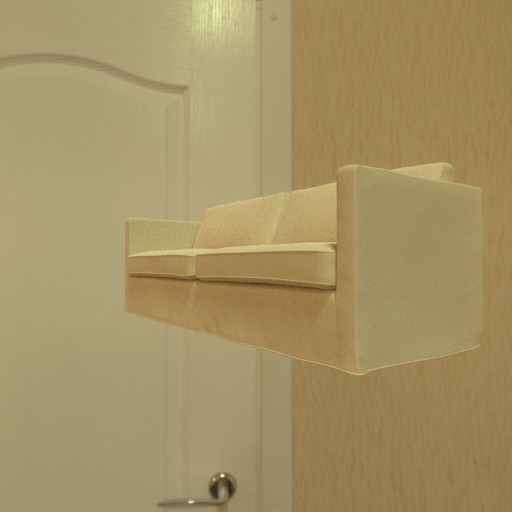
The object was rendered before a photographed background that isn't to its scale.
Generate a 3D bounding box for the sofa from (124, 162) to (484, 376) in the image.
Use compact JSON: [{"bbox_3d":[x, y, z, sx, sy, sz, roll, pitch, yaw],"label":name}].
[{"bbox_3d":[0.000,0.000,3.170,1.036,0.999,2.779,1,-1,-35],"label":"sofa"}]
